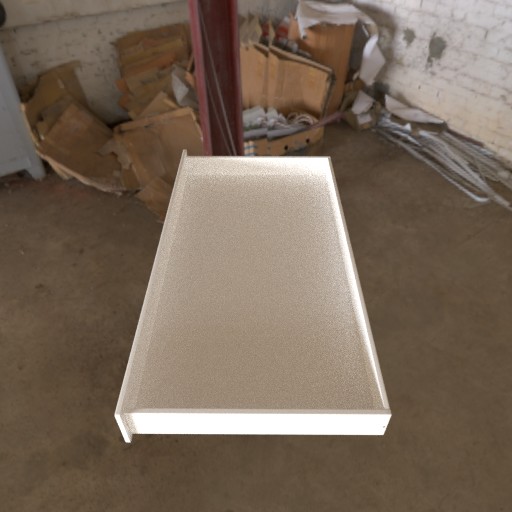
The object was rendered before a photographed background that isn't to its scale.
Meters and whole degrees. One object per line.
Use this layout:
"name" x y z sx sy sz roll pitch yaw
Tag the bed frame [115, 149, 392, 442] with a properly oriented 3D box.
"bed frame" 0.000 0.000 1.587 0.670 0.141 1.300 0 42 0
